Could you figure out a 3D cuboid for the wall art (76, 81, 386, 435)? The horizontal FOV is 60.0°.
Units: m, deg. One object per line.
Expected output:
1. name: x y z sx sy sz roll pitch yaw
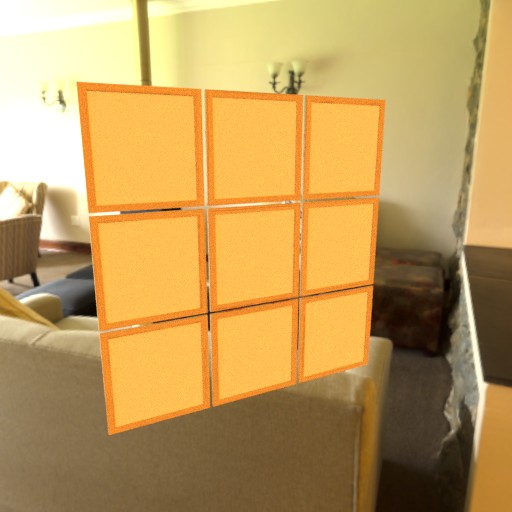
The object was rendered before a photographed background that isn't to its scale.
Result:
1. wall art: 0.000 0.000 2.186 1.517 1.523 0.013 -7 15 -26
